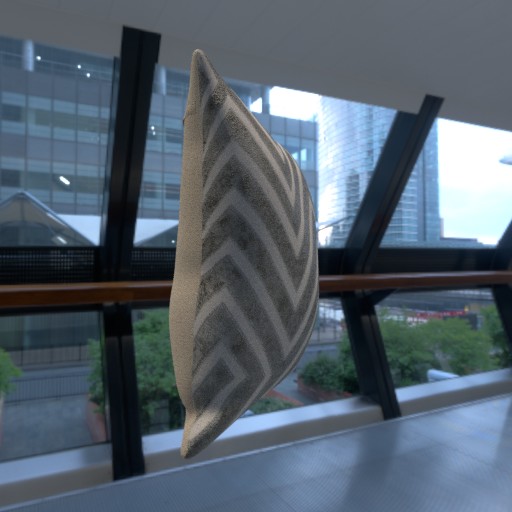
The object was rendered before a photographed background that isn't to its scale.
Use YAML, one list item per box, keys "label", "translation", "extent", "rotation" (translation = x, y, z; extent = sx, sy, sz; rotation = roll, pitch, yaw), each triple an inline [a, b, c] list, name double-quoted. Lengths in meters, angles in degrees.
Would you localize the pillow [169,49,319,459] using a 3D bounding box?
- label: "pillow"
  translation: [0.000, 0.000, 0.672]
  extent: [0.182, 0.441, 0.440]
  rotation: [-1, -2, 18]
